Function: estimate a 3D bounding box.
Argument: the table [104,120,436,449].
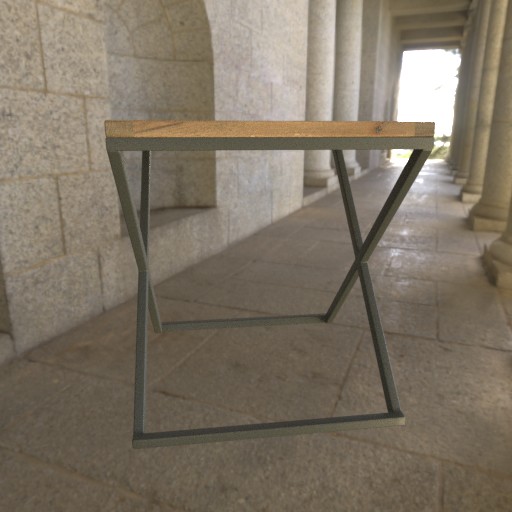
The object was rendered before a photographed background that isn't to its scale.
[{"bbox_3d":[0.000,0.000,0.963,0.499,0.550,0.498,-2,16,-7],"label":"table"}]
